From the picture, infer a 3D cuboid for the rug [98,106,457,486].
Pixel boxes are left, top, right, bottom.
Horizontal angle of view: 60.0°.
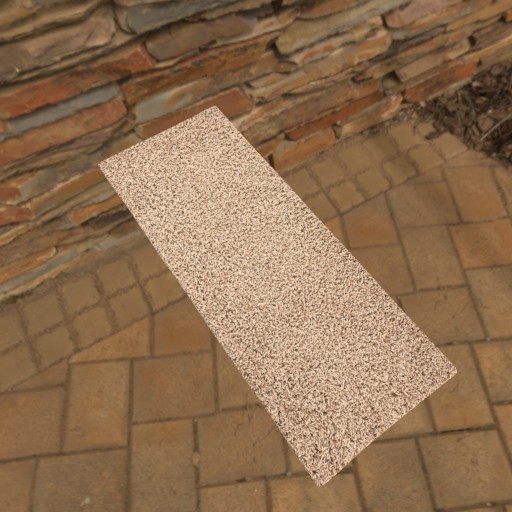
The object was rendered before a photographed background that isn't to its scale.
[{"bbox_3d":[0.000,0.000,1.717,0.609,0.030,1.524,-32,67,-16],"label":"rug"}]
